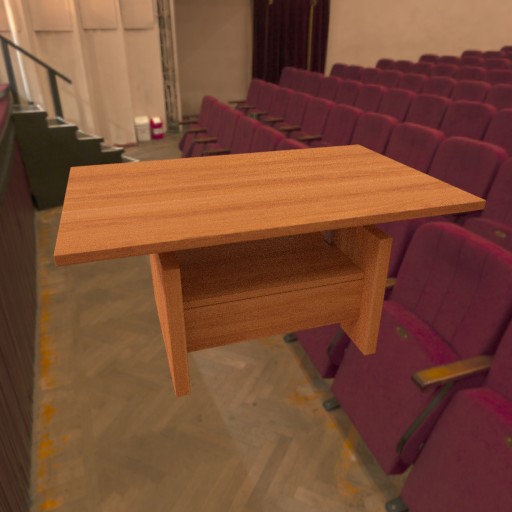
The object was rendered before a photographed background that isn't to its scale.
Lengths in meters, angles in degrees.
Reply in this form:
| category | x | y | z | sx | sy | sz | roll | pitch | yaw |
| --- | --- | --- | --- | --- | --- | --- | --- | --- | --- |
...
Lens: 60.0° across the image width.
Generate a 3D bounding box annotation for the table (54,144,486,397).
| category | x | y | z | sx | sy | sz | roll | pitch | yaw |
| --- | --- | --- | --- | --- | --- | --- | --- | --- | --- |
| table | 0.000 | 0.000 | 1.476 | 1.100 | 0.510 | 0.700 | -8 | 28 | -16 |
